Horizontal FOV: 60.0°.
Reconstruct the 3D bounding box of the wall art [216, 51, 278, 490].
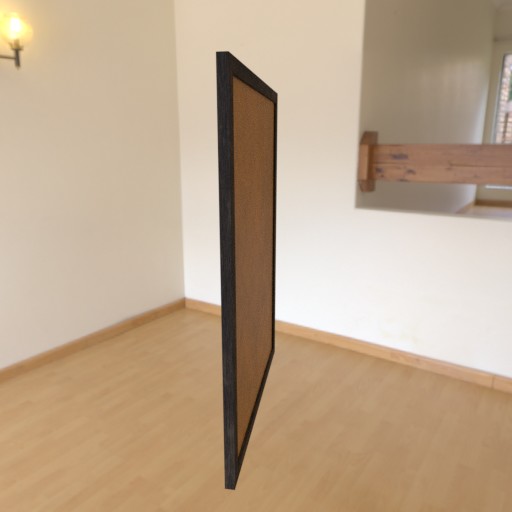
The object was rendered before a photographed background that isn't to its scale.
[{"bbox_3d":[0.000,0.000,1.425,0.029,1.066,0.812,2,14,9],"label":"wall art"}]
